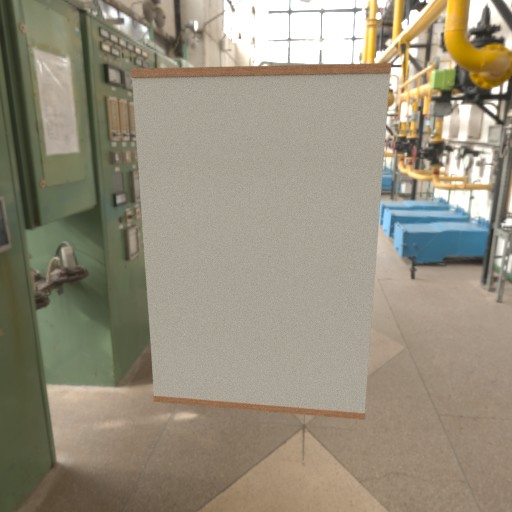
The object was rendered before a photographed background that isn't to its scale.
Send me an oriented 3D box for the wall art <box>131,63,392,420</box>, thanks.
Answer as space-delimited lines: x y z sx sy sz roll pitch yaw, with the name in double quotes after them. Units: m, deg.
0.000 0.000 1.918 1.019 1.527 0.019 2 15 8 "wall art"
